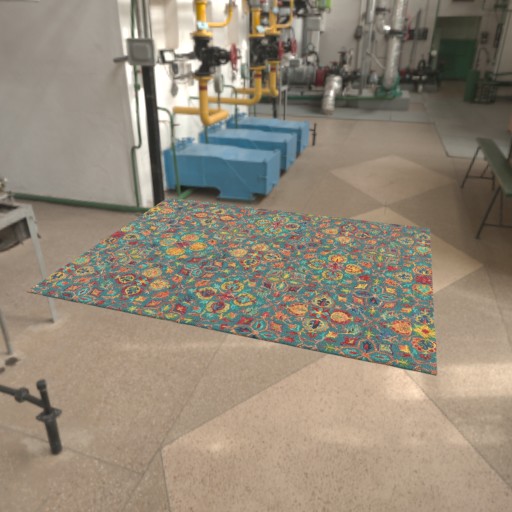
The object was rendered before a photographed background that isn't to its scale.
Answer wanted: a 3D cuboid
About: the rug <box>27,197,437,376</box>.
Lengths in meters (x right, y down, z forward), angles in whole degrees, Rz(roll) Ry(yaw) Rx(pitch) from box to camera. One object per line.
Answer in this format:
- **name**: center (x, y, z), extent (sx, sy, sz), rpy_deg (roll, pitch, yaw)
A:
- **rug**: center (0.000, 0.000, 4.258), extent (3.204, 0.025, 2.434), rpy_deg (8, 28, 16)
